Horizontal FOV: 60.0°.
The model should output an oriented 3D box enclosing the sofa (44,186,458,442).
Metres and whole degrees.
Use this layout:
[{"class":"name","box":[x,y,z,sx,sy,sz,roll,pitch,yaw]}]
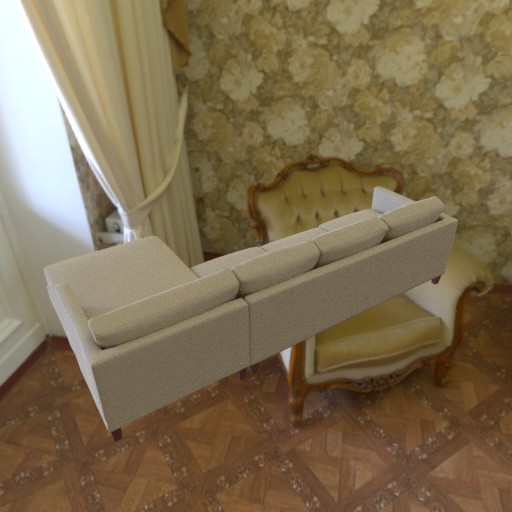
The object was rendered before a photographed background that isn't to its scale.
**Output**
[{"class":"sofa","box":[0.000,0.000,3.820,3.186,0.861,1.625,-19,37,-28]}]
